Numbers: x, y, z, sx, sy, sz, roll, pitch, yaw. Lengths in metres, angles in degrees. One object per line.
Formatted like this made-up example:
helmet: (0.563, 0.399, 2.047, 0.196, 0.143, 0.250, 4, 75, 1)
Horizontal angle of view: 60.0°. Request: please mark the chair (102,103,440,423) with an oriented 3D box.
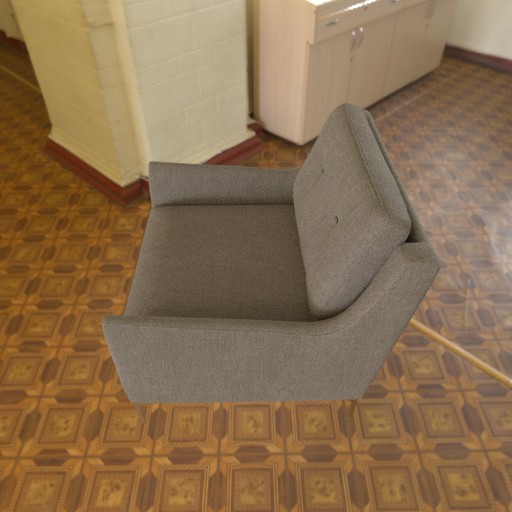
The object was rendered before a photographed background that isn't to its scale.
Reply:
chair: (0.000, 0.000, 1.545, 0.849, 0.828, 0.847, -1, 43, -1)
